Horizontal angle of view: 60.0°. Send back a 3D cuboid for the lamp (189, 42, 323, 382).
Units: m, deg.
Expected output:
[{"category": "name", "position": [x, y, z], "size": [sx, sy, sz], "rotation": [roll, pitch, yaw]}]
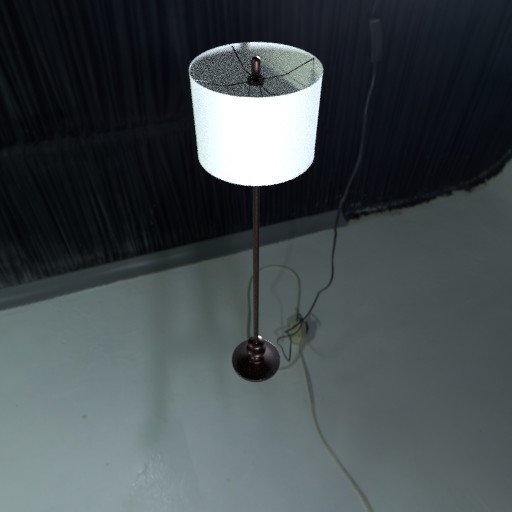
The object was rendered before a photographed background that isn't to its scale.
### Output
[{"category": "lamp", "position": [0.000, 0.000, 1.692], "size": [0.356, 1.487, 0.356], "rotation": [-17, 48, -16]}]
